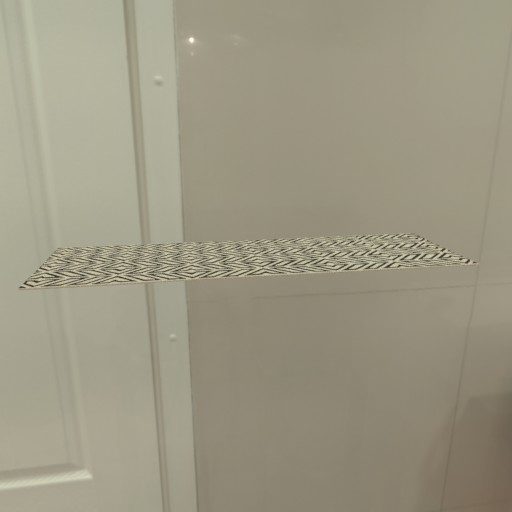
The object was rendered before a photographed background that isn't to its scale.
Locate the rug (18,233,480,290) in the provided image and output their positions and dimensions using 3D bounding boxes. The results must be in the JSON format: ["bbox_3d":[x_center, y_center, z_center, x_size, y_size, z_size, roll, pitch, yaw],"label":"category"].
[{"bbox_3d":[0.000,0.000,2.662,2.435,0.009,0.750,-3,17,-9],"label":"rug"}]
